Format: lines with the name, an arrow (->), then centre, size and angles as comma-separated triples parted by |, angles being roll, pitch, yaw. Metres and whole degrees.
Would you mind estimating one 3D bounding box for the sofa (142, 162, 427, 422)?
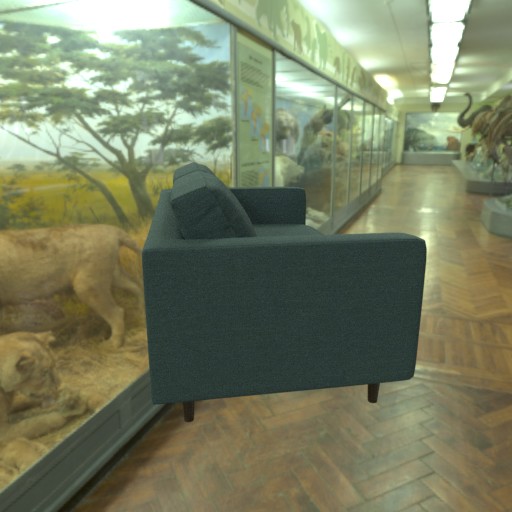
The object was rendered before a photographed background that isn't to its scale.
sofa -> 0.000, 0.000, 2.299 | 0.999, 0.907, 1.659 | -3, 15, -9
